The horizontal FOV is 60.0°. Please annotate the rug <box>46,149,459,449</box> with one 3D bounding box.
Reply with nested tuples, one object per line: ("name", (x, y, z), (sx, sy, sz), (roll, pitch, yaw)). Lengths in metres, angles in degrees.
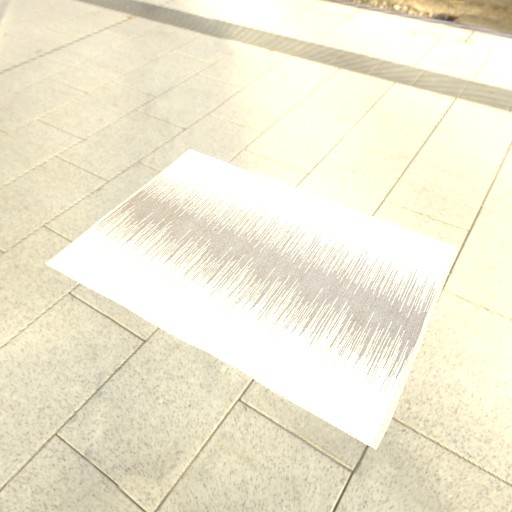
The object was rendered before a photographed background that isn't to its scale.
("rug", (0.000, 0.000, 2.333), (1.815, 0.007, 1.226), (24, 51, 21))
